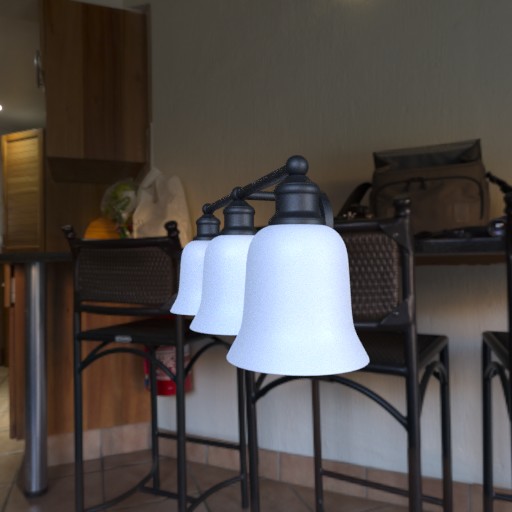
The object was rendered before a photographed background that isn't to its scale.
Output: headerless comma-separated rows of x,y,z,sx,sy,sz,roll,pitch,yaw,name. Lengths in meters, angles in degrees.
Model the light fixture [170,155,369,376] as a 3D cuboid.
0.000,0.000,0.668,0.198,0.211,0.570,0,0,-18,light fixture
